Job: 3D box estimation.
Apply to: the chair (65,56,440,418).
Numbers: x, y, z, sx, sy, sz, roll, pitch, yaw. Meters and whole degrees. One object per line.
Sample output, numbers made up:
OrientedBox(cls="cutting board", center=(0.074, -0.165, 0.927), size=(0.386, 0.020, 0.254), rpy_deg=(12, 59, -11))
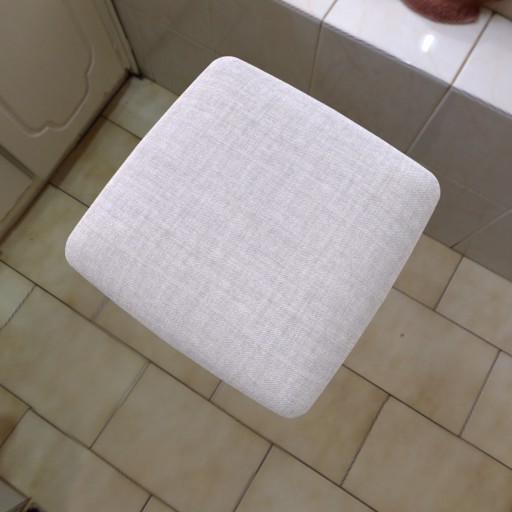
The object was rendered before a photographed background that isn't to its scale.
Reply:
OrientedBox(cls="chair", center=(0.000, 0.000, 0.698), size=(0.350, 0.440, 0.350), rpy_deg=(34, 78, 8))
